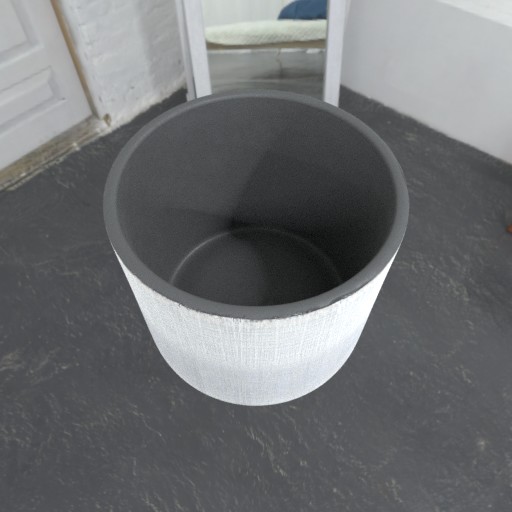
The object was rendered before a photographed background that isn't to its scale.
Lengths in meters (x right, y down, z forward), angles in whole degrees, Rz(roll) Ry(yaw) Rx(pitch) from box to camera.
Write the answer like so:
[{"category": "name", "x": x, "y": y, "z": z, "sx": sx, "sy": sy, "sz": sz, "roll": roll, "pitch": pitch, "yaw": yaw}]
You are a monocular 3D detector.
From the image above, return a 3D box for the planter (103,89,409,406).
[{"category": "planter", "x": 0.000, "y": 0.000, "z": 0.456, "sx": 0.254, "sy": 0.221, "sz": 0.254, "roll": 0, "pitch": 56, "yaw": 0}]
